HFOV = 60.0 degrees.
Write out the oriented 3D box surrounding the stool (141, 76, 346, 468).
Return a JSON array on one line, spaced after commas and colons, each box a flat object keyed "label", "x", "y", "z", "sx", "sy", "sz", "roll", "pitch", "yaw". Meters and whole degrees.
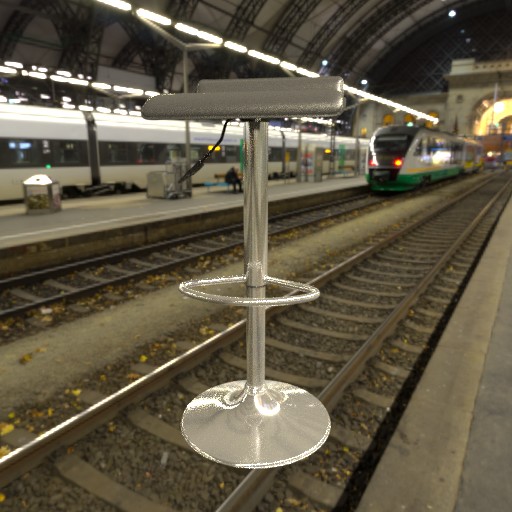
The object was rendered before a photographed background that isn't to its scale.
[{"label": "stool", "x": 0.000, "y": 0.000, "z": 1.045, "sx": 0.381, "sy": 0.851, "sz": 0.381, "roll": 2, "pitch": 13, "yaw": 10}]
